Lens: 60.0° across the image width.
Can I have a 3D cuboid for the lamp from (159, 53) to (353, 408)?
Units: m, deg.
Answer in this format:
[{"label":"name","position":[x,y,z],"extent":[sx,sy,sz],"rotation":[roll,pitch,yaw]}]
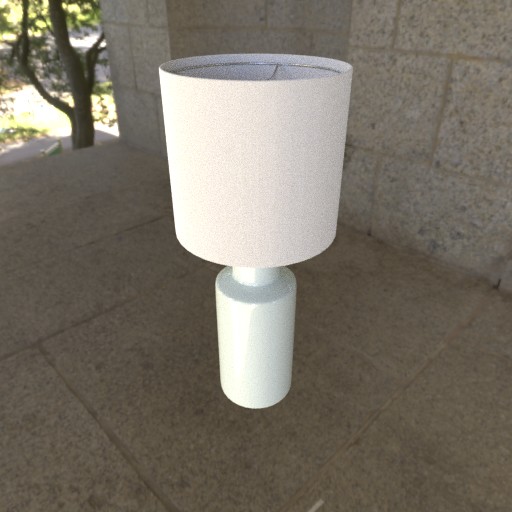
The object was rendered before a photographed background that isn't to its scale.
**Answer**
[{"label":"lamp","position":[0.000,0.000,0.617],"extent":[0.212,0.493,0.212],"rotation":[9,32,14]}]
